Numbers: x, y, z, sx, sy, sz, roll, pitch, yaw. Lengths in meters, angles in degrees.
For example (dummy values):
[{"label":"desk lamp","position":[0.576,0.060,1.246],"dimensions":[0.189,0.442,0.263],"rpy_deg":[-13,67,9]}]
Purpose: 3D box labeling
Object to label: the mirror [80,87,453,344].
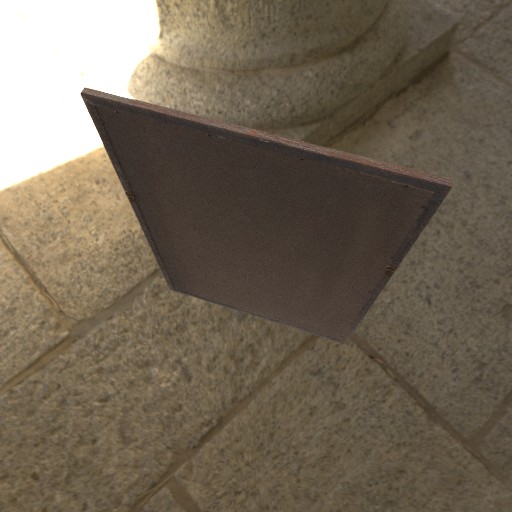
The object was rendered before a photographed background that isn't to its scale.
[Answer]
[{"label":"mirror","position":[0.000,0.000,1.249],"dimensions":[0.705,0.996,0.025],"rpy_deg":[16,65,8]}]
